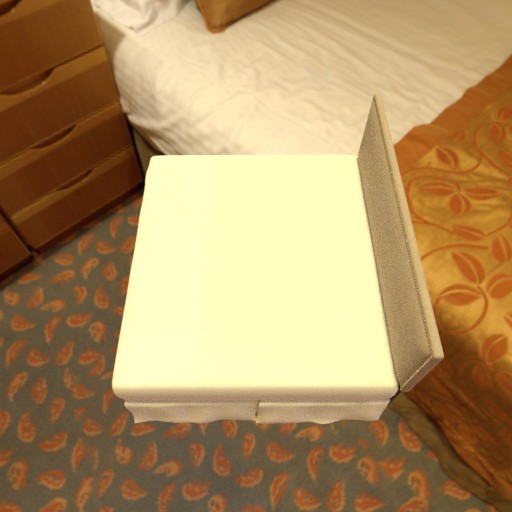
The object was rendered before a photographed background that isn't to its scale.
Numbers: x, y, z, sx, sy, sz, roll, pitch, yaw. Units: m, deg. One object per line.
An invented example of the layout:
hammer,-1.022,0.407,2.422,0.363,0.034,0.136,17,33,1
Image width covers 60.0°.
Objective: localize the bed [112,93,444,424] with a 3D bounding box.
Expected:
bed,0.000,0.000,3.370,1.914,1.346,2.170,0,58,0
